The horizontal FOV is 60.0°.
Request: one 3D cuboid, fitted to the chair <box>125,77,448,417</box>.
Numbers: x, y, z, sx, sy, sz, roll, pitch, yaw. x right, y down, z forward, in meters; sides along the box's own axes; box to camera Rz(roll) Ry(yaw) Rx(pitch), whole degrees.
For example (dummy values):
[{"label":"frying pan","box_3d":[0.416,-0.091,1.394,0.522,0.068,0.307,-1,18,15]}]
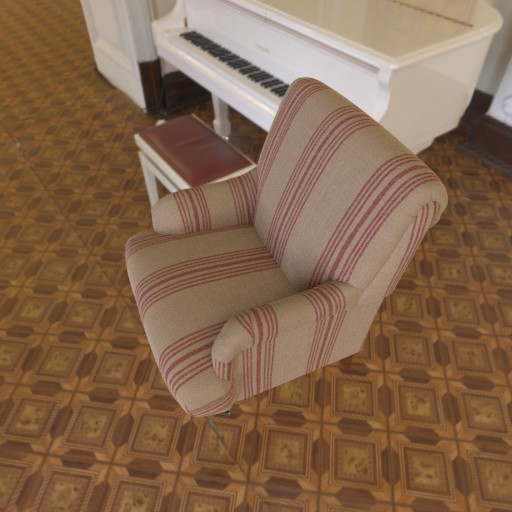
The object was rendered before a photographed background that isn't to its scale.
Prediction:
[{"label":"chair","box_3d":[0.000,0.000,1.897,1.058,1.123,0.933,-18,49,-17]}]
